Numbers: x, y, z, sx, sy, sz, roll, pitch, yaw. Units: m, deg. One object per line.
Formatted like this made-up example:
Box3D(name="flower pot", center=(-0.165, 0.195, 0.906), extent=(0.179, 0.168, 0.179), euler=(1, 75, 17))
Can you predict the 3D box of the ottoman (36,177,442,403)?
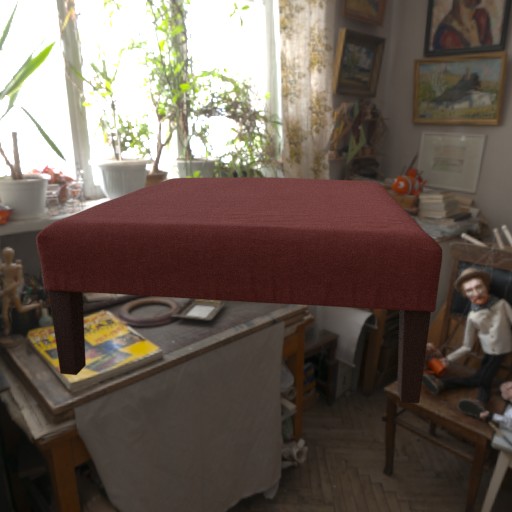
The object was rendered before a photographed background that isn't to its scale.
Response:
Box3D(name="ottoman", center=(0.000, 0.000, 1.409), extent=(0.890, 0.411, 0.889), euler=(2, 17, 8))
